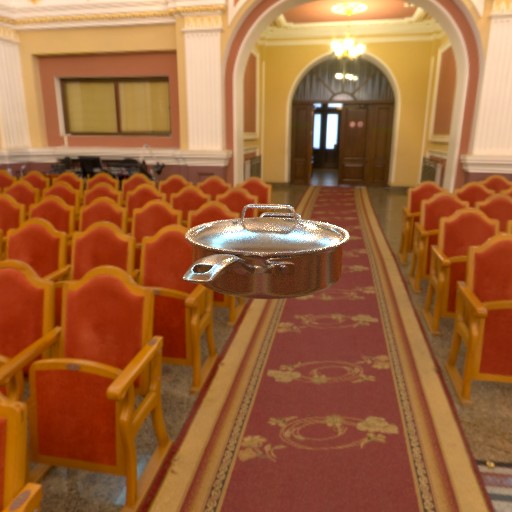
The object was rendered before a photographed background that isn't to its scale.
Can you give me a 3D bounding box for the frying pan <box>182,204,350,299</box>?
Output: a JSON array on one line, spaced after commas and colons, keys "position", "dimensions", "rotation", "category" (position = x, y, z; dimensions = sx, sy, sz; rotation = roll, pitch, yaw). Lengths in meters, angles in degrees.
[{"position": [0.000, 0.000, 0.588], "dimensions": [0.245, 0.111, 0.492], "rotation": [3, 16, 10], "category": "frying pan"}]
